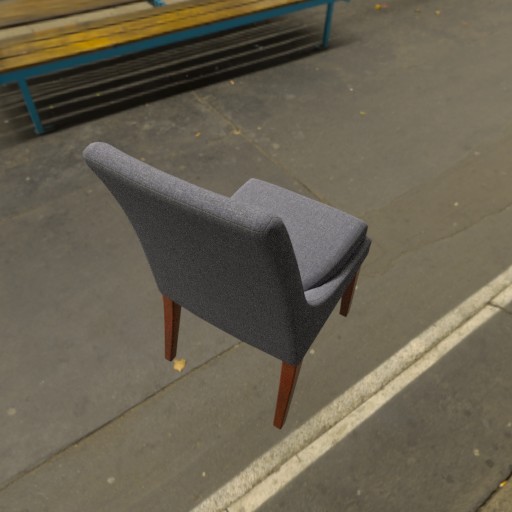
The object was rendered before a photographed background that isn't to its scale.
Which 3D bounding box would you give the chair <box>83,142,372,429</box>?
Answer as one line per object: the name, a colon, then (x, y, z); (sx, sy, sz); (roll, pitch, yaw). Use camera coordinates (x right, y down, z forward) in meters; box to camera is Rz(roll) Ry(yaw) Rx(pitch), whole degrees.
chair: (0.000, 0.000, 1.323); (0.508, 0.952, 0.655); (25, 52, 21)
